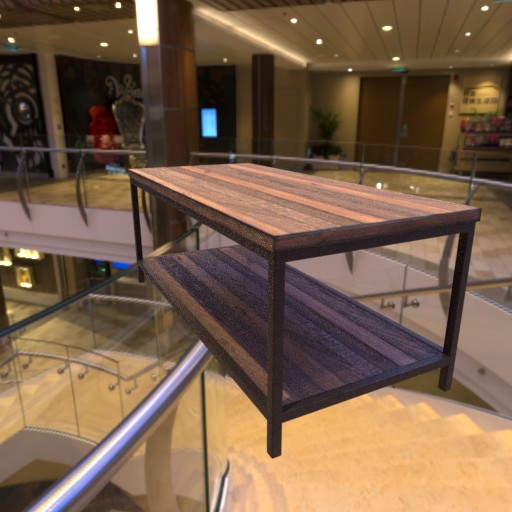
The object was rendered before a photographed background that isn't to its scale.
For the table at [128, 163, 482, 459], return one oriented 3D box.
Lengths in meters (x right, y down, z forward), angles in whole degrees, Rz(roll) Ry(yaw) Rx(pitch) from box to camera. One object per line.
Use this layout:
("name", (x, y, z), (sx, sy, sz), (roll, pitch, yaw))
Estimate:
("table", (0.000, 0.000, 1.219), (0.452, 0.399, 0.990), (-9, 19, -26))
